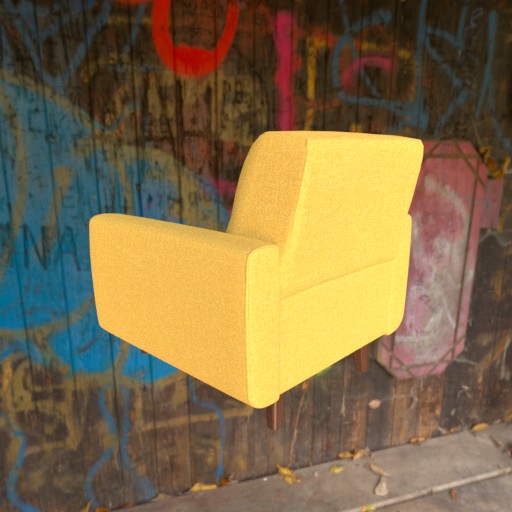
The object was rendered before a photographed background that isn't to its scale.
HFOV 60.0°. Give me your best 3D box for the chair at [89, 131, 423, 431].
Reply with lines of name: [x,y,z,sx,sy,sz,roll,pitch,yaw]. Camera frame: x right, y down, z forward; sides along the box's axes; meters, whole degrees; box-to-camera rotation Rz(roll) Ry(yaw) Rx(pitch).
chair: [0.000,0.000,1.577,0.909,0.841,0.831,13,19,43]
